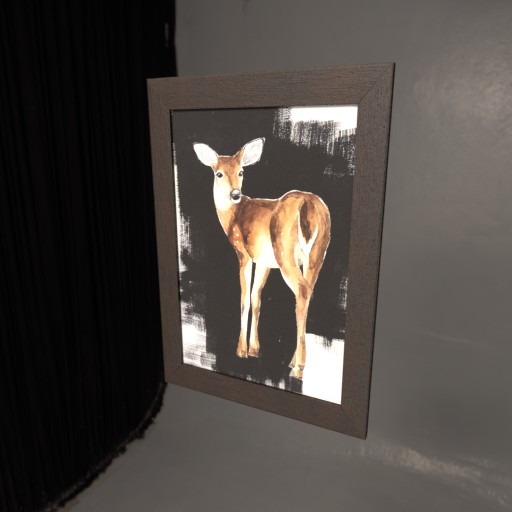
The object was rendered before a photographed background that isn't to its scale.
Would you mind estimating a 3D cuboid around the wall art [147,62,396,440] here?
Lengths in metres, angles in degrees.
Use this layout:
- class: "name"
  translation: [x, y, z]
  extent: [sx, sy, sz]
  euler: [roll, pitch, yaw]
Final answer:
- class: "wall art"
  translation: [0.000, 0.000, 0.657]
  extent: [0.359, 0.508, 0.013]
  euler: [7, 17, 25]
